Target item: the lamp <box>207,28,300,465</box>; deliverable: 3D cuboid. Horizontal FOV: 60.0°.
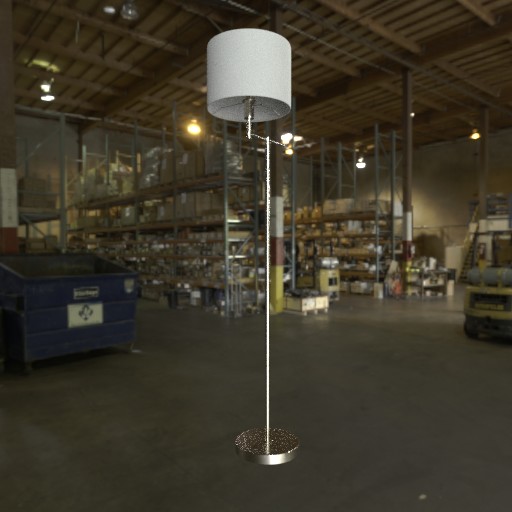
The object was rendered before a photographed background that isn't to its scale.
[{"bbox_3d":[0.000,0.000,1.761,0.324,1.600,0.416,1,1,36],"label":"lamp"}]
